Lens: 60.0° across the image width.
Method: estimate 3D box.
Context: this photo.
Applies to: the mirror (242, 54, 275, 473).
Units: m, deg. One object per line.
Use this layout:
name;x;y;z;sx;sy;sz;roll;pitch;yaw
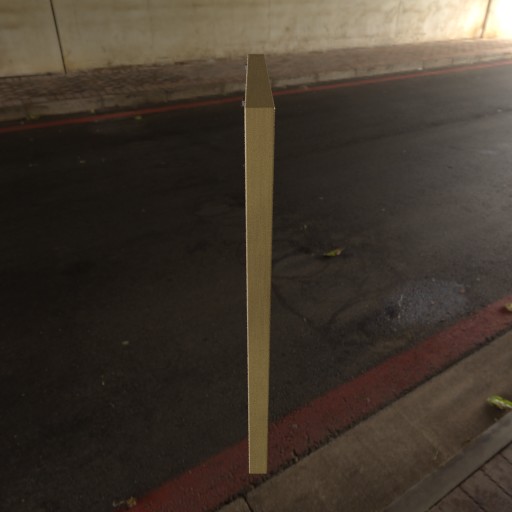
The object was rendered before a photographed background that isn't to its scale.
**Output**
mirror;0.000;0.000;0.920;0.040;0.710;0.507;0;31;0
